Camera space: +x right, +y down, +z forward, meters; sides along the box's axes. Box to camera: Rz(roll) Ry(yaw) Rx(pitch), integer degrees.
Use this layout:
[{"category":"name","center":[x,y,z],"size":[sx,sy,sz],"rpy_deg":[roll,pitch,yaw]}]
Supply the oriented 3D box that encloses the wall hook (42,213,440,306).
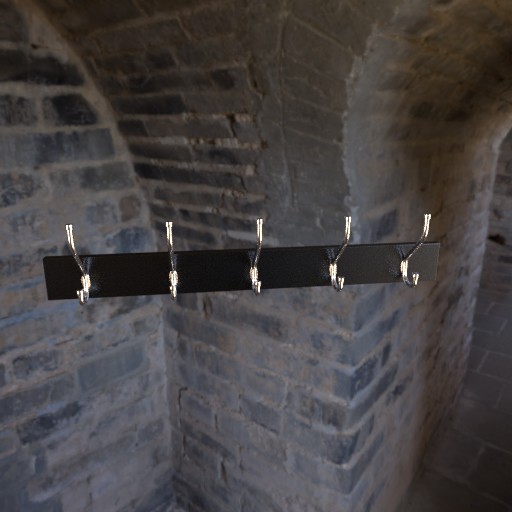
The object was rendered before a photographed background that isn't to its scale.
[{"category":"wall hook","center":[0.000,0.000,0.613],"size":[0.571,0.117,0.071],"rpy_deg":[-2,16,-8]}]
